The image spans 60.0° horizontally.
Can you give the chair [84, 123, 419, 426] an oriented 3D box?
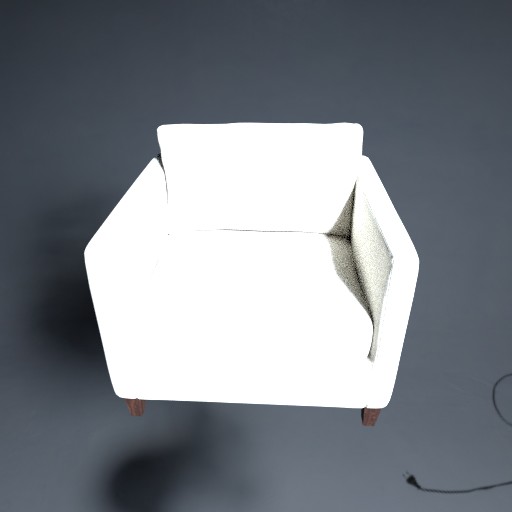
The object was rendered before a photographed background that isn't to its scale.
[{"bbox_3d":[0.000,0.000,1.764,0.996,0.919,0.959,2,31,3],"label":"chair"}]
